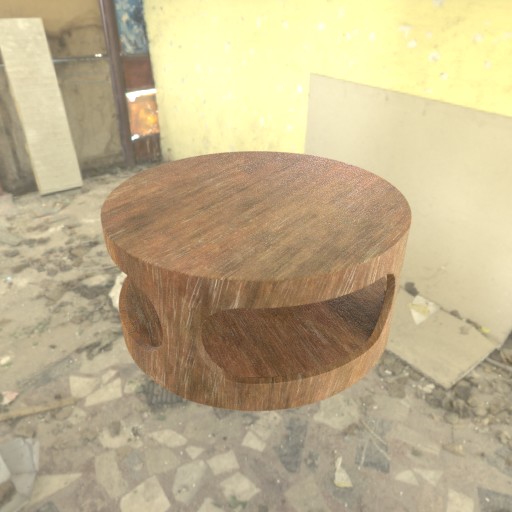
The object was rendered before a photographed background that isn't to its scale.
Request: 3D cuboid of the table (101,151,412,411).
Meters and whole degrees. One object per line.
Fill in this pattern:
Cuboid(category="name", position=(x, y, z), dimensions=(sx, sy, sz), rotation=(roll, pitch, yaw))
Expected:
Cuboid(category="table", position=(0.000, 0.000, 1.564), dimensions=(0.974, 0.450, 0.974), rotation=(0, 31, 0))
